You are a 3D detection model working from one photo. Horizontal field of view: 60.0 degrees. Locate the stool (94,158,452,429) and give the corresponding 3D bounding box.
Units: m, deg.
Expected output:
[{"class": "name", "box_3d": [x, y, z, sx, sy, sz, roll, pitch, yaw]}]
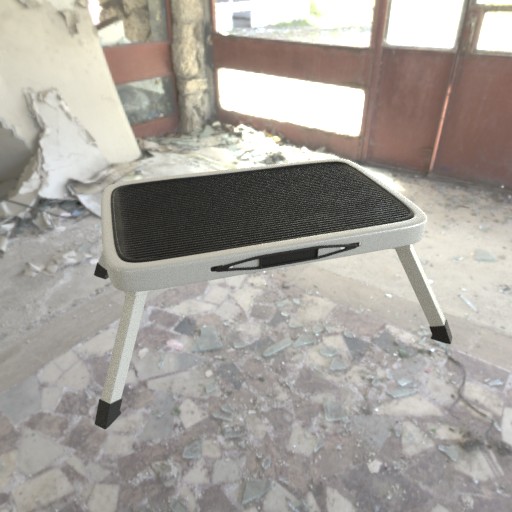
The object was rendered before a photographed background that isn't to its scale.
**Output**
[{"class": "stool", "box_3d": [0.000, 0.000, 0.616, 0.460, 0.170, 0.320, -9, 33, -15]}]
